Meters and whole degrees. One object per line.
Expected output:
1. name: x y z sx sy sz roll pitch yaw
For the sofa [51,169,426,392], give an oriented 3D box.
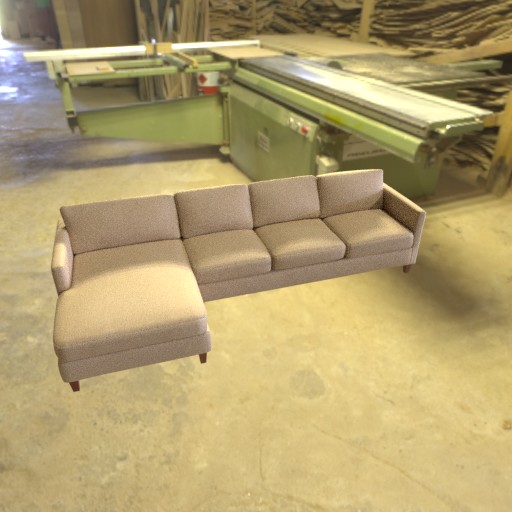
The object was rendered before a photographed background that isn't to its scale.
1. sofa: 0.000 0.000 3.791 3.201 0.876 1.502 -9 32 -15
